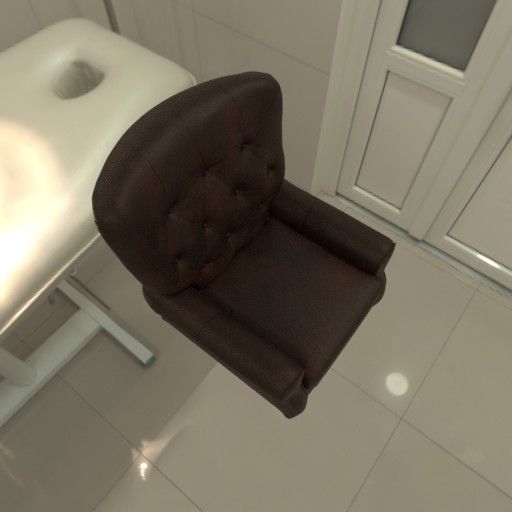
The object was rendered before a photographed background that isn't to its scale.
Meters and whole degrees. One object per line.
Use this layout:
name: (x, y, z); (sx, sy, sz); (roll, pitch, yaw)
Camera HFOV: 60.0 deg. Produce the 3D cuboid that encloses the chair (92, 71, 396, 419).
chair: (0.000, 0.000, 1.957); (1.058, 1.158, 0.948); (34, 65, 18)
